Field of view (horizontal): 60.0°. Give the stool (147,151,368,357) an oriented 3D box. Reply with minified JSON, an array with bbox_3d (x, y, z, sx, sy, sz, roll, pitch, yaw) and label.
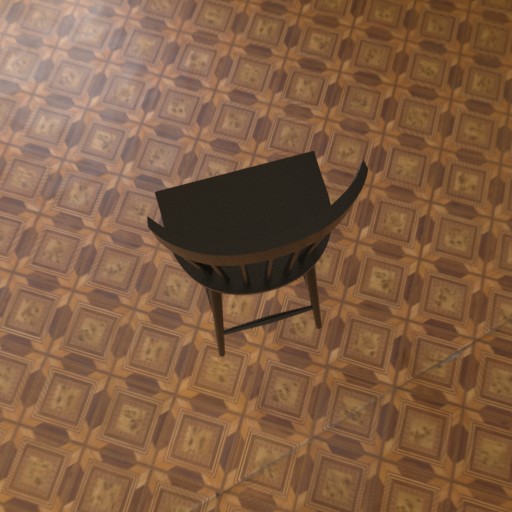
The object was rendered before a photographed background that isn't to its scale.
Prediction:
[{"bbox_3d":[0.000,0.000,1.397,0.482,1.092,0.483,-15,76,-4],"label":"stool"}]
